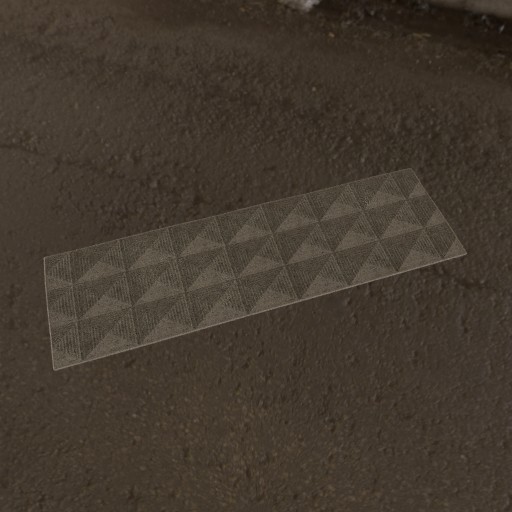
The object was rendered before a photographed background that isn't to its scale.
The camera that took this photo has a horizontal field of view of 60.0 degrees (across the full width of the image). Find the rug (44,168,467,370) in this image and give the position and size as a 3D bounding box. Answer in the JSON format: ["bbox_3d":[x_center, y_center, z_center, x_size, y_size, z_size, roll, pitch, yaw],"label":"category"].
[{"bbox_3d":[0.000,0.000,2.379,2.182,0.015,0.645,-15,60,-9],"label":"rug"}]
